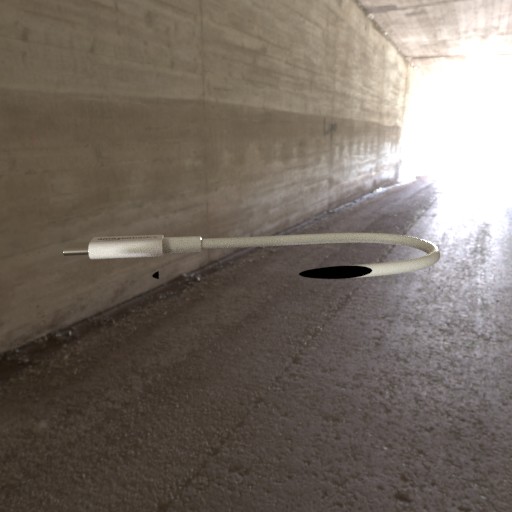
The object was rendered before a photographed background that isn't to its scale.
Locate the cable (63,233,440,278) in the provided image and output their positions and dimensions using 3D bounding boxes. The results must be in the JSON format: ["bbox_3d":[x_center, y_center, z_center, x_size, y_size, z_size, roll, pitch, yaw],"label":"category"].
[{"bbox_3d":[0.000,0.000,0.113,0.098,0.005,0.041,-3,16,-9],"label":"cable"}]
